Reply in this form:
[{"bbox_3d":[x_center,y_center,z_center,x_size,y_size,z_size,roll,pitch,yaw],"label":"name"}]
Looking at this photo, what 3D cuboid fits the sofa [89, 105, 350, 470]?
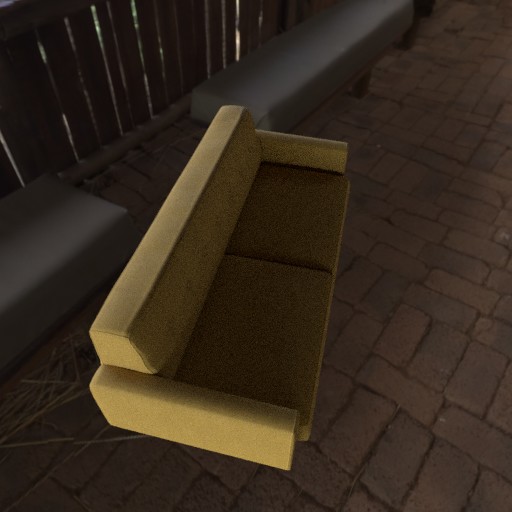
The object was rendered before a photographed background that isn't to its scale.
[{"bbox_3d":[0.000,0.000,2.493,0.909,0.841,2.029,10,48,9],"label":"sofa"}]
